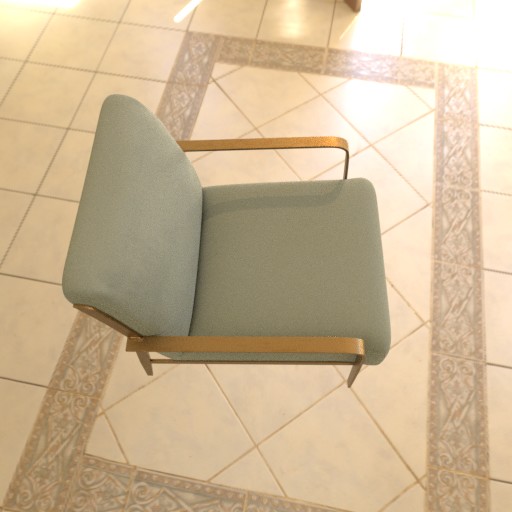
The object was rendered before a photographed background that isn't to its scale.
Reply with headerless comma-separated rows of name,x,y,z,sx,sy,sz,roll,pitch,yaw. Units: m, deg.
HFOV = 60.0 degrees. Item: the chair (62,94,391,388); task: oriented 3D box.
chair,0.000,0.000,1.440,0.842,0.824,0.701,1,65,1
